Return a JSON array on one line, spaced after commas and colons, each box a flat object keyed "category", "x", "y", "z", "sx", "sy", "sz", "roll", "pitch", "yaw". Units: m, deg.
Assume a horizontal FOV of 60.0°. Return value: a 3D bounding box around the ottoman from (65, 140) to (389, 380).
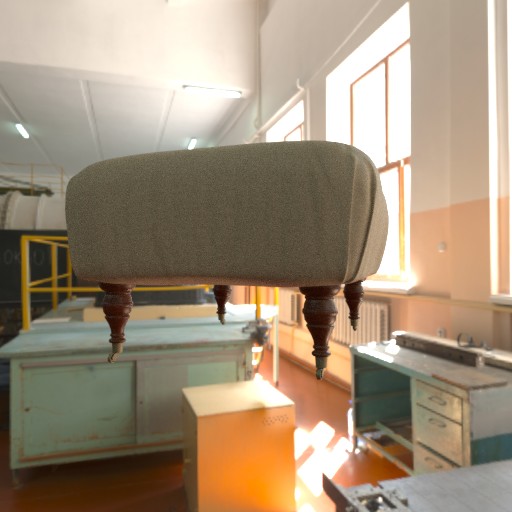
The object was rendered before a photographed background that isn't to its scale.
[{"category": "ottoman", "x": 0.000, "y": 0.000, "z": 1.137, "sx": 0.639, "sy": 0.450, "sz": 0.746, "roll": 0, "pitch": -1, "yaw": 18}]
